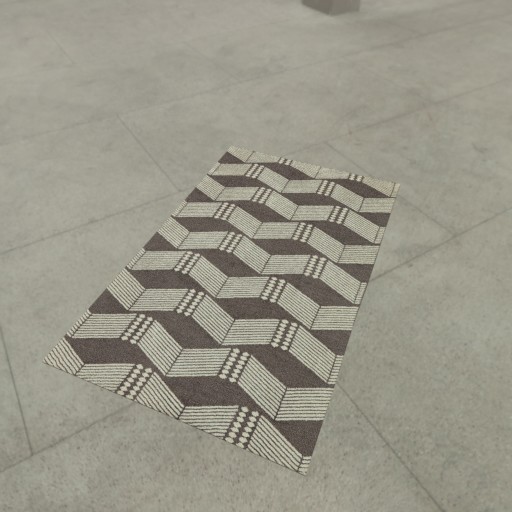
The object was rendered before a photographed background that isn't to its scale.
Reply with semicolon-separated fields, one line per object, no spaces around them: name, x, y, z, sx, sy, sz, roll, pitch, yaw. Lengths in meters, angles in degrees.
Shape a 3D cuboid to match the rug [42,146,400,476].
rug;0.000;0.000;3.014;1.517;0.011;2.435;17;47;16
